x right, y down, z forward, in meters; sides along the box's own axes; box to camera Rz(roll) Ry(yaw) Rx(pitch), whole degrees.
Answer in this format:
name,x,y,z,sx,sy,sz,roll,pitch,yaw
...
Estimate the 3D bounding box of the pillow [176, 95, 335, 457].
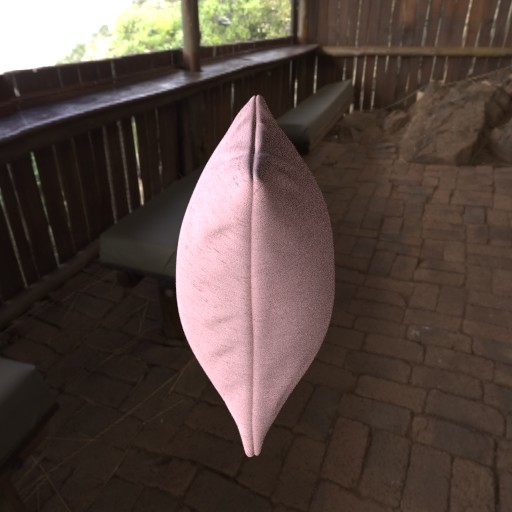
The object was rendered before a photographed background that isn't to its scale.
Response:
name,x,y,z,sx,sy,sz,roll,pitch,yaw
pillow,0.000,0.000,0.703,0.246,0.415,0.432,0,30,0
